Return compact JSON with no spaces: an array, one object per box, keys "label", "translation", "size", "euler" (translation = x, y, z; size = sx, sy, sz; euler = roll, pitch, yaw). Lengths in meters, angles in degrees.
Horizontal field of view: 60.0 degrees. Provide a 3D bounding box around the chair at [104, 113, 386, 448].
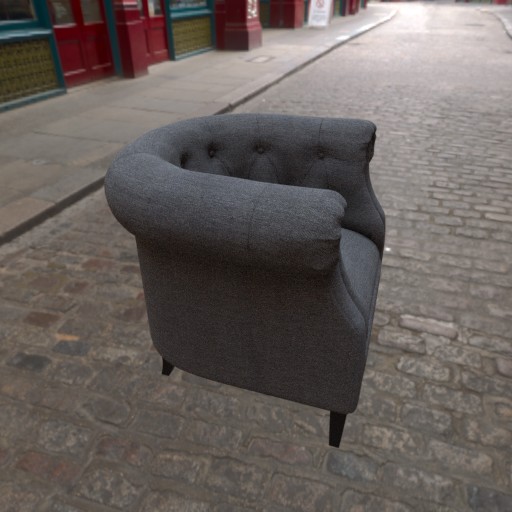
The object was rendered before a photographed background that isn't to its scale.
[{"label":"chair","translation":[0.000,0.000,1.554],"size":[0.852,0.827,0.905],"euler":[10,32,16]}]
